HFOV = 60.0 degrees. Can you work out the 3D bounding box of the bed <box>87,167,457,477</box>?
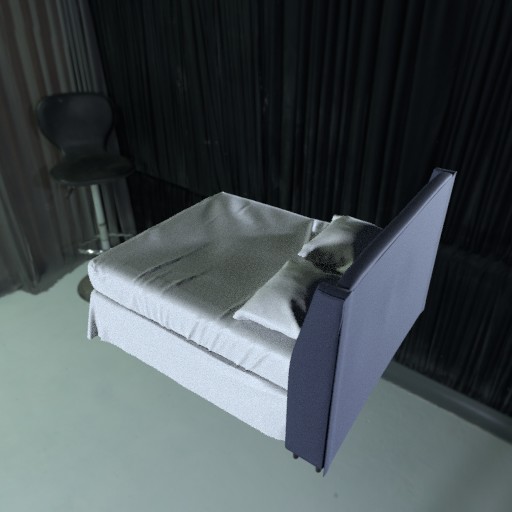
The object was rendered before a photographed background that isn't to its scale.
[{"bbox_3d":[0.000,0.000,3.443,2.276,1.332,1.925,20,37,29],"label":"bed"}]
